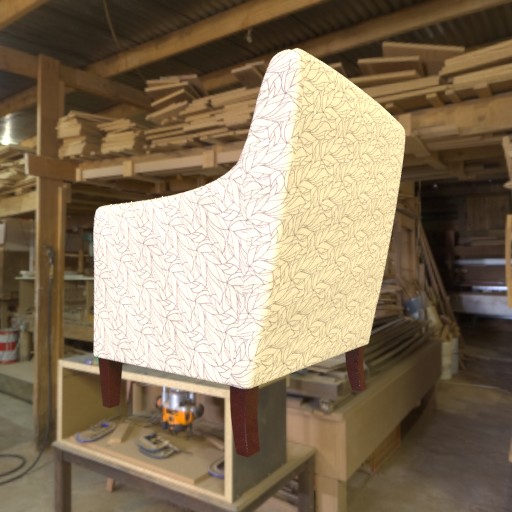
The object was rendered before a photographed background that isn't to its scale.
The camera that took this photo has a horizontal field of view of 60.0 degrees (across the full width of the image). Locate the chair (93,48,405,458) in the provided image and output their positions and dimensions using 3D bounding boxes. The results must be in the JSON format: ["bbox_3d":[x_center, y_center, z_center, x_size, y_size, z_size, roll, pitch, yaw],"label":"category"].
[{"bbox_3d":[0.000,0.000,1.252,0.651,0.816,0.623,-1,-1,36],"label":"chair"}]
